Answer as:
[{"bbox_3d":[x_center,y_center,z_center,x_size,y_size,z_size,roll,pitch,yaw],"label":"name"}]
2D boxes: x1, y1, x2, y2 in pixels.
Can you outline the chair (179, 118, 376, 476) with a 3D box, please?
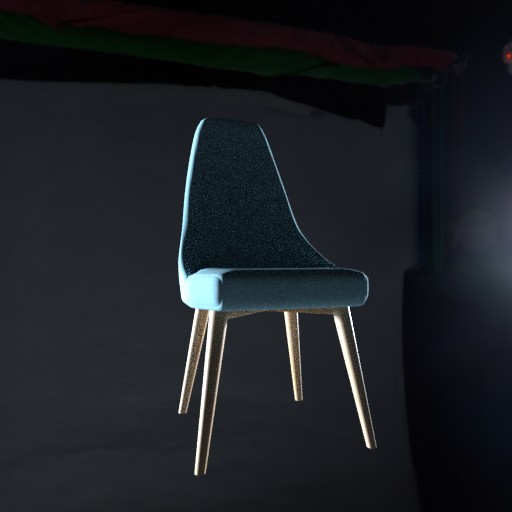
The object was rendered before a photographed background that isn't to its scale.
[{"bbox_3d":[0.000,0.000,1.390,0.510,1.040,0.660,0,0,-18],"label":"chair"}]
